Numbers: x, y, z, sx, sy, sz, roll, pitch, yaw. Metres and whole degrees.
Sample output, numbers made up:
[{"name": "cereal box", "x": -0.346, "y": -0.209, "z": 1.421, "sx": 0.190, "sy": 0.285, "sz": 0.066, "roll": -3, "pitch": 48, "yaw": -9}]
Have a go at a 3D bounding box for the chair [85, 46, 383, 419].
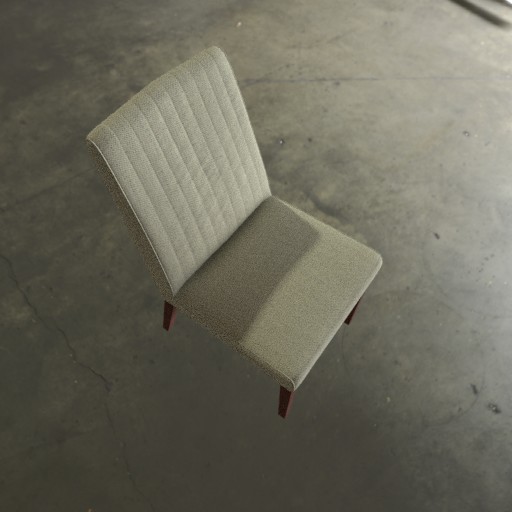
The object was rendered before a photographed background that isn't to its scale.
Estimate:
[{"name": "chair", "x": 0.000, "y": 0.000, "z": 1.265, "sx": 0.594, "sy": 0.900, "sz": 0.480, "roll": 32, "pitch": 62, "yaw": 19}]
